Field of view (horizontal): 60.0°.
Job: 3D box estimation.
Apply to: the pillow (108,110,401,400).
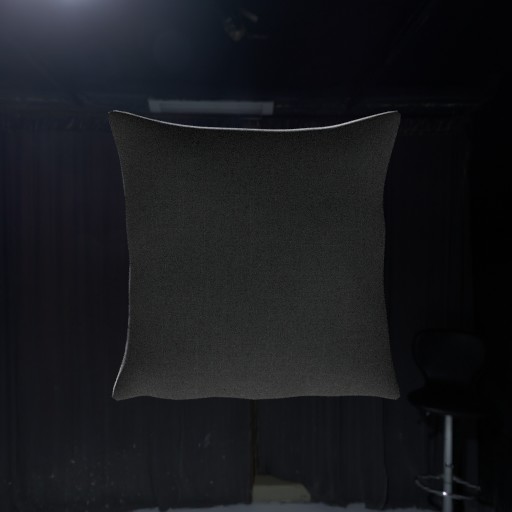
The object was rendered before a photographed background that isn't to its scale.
[{"bbox_3d":[0.000,0.000,0.665,0.435,0.432,0.138,0,0,-1],"label":"pillow"}]
